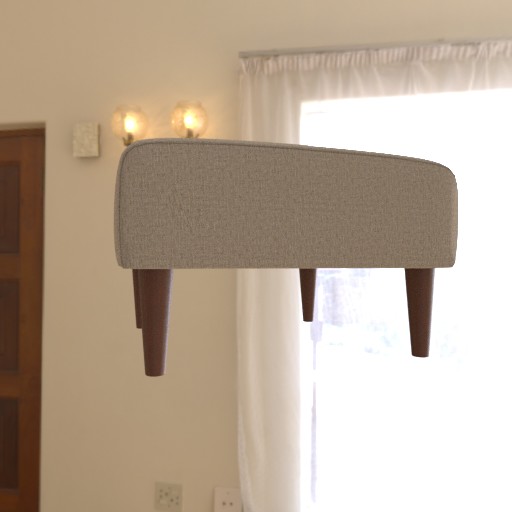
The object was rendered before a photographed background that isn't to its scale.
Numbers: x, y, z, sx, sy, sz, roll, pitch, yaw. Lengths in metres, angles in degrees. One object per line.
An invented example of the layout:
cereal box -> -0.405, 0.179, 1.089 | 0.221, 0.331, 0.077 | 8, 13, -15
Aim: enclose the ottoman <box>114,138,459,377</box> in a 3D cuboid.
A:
ottoman -> 0.000, 0.000, 1.061 | 0.648, 0.399, 0.655 | 0, -1, -17
